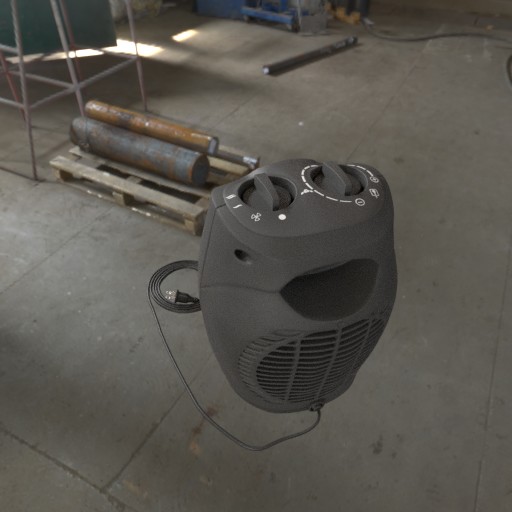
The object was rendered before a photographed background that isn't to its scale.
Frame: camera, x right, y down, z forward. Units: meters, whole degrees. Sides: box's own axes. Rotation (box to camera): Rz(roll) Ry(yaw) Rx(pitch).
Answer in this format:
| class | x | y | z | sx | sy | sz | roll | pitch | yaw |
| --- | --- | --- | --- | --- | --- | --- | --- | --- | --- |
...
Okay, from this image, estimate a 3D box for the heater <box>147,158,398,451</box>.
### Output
| class | x | y | z | sx | sy | sz | roll | pitch | yaw |
| --- | --- | --- | --- | --- | --- | --- | --- | --- | --- |
| heater | 0.000 | 0.000 | 0.464 | 0.239 | 0.240 | 0.291 | -12 | 44 | -13 |
